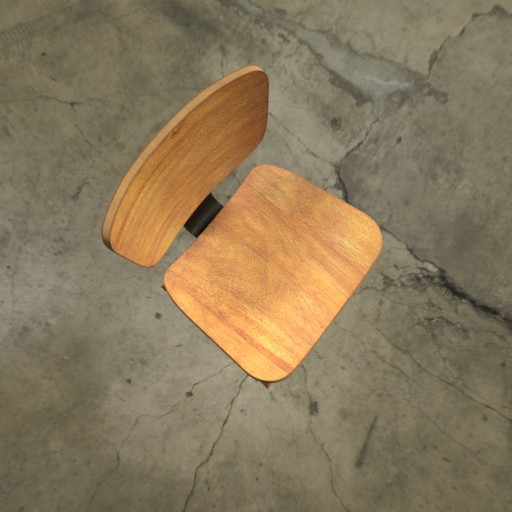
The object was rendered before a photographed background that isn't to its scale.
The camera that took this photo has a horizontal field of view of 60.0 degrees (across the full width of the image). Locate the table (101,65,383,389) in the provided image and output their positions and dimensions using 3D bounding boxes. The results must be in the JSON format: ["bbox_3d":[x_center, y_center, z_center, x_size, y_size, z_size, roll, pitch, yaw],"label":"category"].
[{"bbox_3d":[0.000,0.000,1.127,0.500,0.805,0.499,37,79,8],"label":"table"}]
